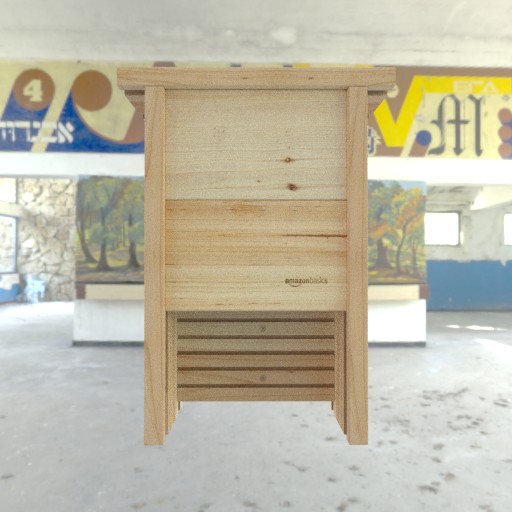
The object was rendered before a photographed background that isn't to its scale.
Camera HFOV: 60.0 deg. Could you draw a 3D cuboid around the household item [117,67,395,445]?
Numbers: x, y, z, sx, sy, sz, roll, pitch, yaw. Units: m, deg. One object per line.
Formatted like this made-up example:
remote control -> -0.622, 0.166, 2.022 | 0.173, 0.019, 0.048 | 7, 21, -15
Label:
household item -> 0.000, 0.000, 0.537 | 0.301, 0.407, 0.123 | 0, 0, 0
